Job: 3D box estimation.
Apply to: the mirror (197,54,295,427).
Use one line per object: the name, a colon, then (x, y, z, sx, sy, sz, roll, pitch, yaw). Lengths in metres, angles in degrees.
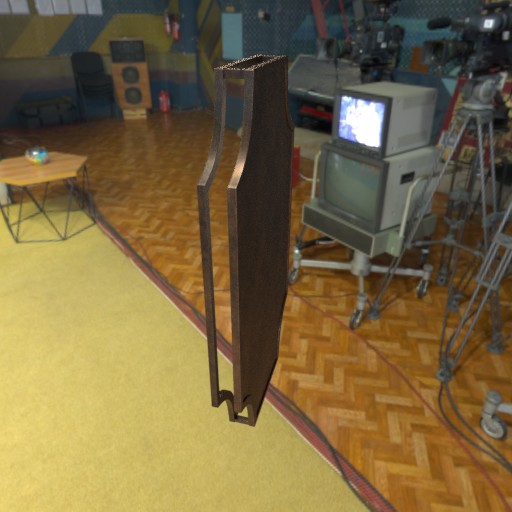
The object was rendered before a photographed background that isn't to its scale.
mirror: (0.000, 0.000, 1.003, 0.066, 0.811, 0.462, 8, 30, 14)
